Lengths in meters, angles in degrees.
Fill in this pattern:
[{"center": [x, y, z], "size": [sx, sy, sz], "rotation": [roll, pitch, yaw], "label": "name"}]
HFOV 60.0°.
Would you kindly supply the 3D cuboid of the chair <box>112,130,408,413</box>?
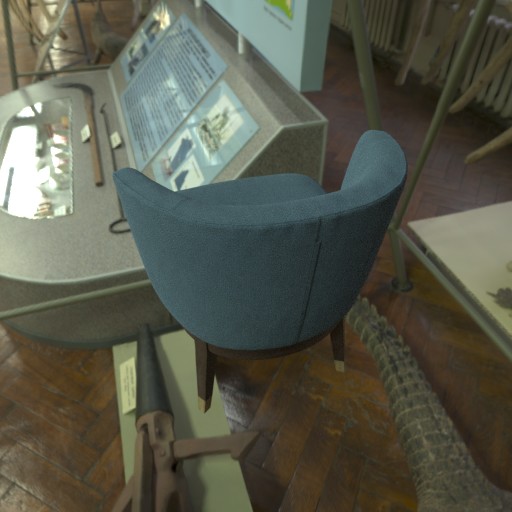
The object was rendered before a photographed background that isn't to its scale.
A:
[{"center": [0.000, 0.000, 1.256], "size": [0.661, 0.760, 0.702], "rotation": [-12, 42, -14], "label": "chair"}]
